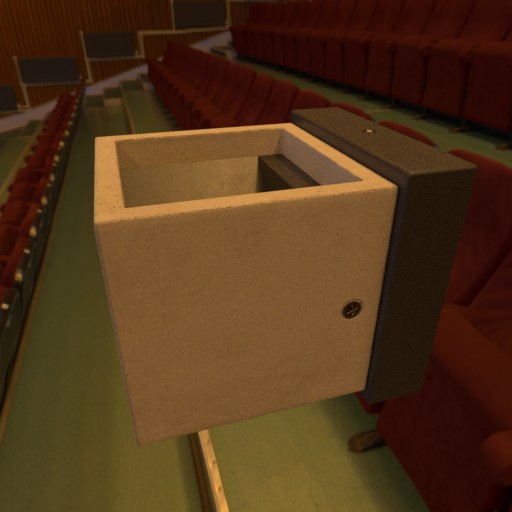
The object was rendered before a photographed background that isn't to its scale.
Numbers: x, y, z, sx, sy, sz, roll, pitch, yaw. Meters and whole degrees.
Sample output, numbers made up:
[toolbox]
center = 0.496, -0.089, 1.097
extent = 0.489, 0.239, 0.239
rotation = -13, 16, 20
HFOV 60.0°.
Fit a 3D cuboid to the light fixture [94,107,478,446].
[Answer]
[light fixture]
center = 0.000, 0.000, 0.231
extent = 0.143, 0.121, 0.121
rotation = -9, 30, -15
